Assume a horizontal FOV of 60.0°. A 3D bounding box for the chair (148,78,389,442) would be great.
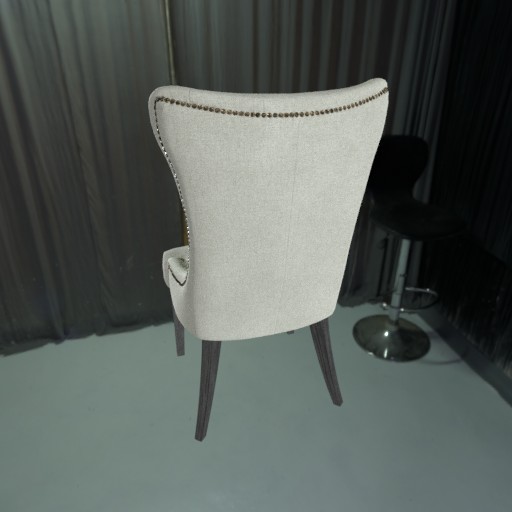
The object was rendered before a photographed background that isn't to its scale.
[{"bbox_3d":[0.000,0.000,1.394,0.584,1.065,0.590,-8,29,-15],"label":"chair"}]
